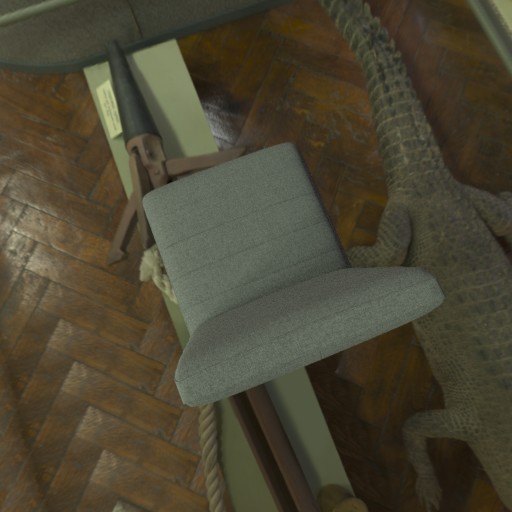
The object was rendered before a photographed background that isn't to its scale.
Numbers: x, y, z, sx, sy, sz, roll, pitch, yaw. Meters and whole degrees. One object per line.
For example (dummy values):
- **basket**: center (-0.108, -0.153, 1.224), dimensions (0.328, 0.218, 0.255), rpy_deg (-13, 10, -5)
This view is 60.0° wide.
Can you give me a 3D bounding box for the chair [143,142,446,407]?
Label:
- **chair**: center (0.000, 0.000, 1.277), dimensions (0.520, 0.930, 0.634), rpy_deg (-21, 77, -5)
